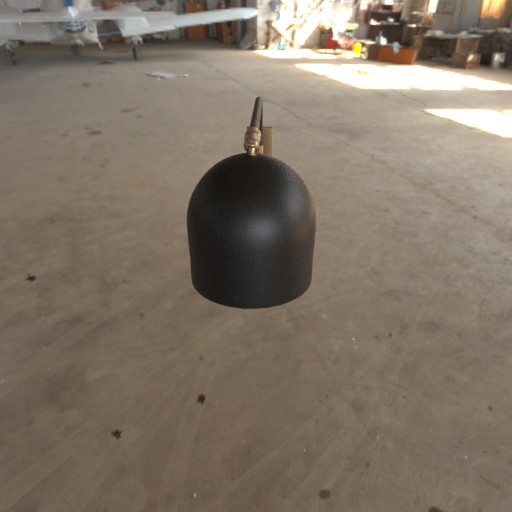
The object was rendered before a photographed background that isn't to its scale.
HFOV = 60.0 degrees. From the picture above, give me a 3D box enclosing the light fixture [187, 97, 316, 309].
[{"bbox_3d":[0.000,0.000,1.064,0.215,0.696,0.720,1,30,2],"label":"light fixture"}]
